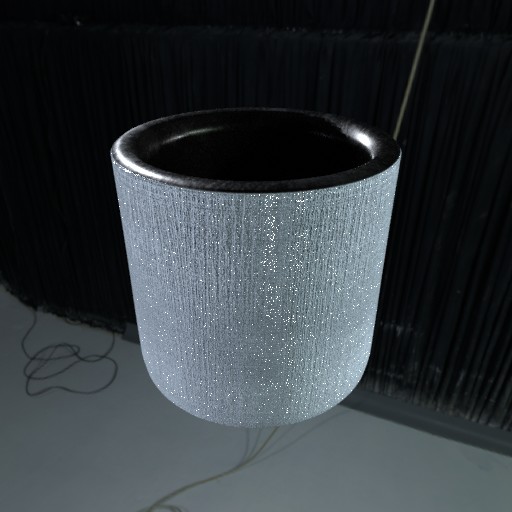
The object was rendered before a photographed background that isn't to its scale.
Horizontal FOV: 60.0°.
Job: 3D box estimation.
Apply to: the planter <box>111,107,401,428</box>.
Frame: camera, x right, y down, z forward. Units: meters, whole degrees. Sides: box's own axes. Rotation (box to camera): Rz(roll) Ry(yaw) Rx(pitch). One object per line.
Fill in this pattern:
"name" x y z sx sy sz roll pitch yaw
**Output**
"planter" 0.000 0.000 0.287 0.160 0.156 0.160 0 30 0
